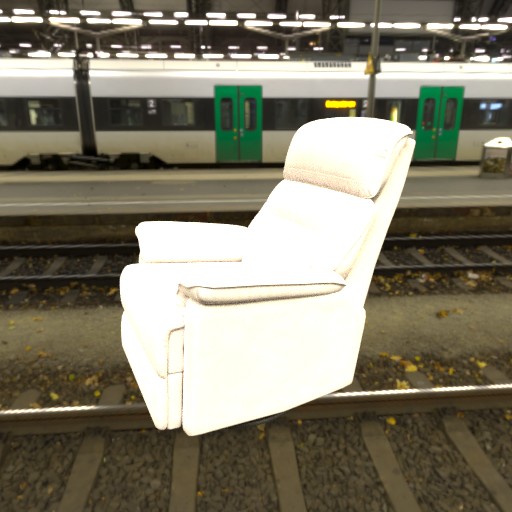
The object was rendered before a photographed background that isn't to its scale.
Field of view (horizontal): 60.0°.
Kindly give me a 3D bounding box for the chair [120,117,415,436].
[{"bbox_3d":[0.000,0.000,1.739,1.001,1.039,0.820,-8,19,-25],"label":"chair"}]
